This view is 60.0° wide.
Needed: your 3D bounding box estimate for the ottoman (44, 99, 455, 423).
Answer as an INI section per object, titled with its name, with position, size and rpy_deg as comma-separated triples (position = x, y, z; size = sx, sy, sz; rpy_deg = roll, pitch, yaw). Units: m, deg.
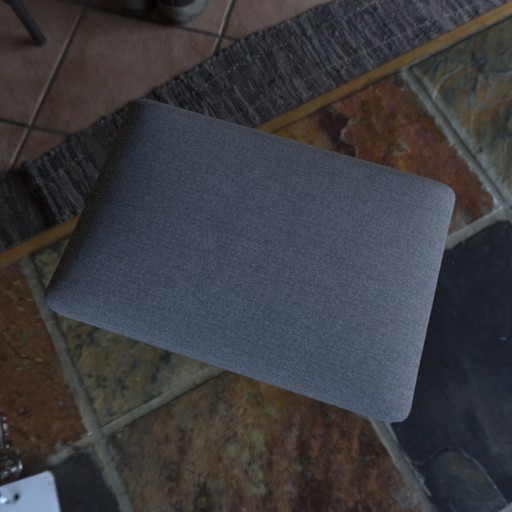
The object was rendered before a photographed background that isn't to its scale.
[ottoman]
position = 0.000, 0.000, 1.390
size = 1.041, 0.483, 0.711
rpy_deg = 17, 75, 5
